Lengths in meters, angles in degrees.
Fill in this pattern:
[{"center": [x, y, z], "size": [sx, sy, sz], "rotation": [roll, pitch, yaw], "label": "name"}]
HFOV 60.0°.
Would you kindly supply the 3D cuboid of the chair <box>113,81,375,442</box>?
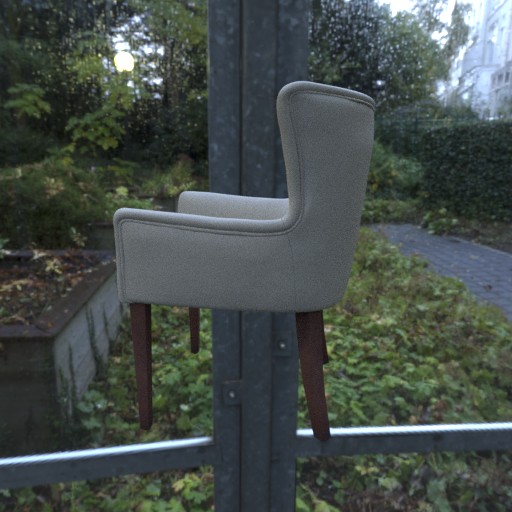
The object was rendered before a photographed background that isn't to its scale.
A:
[{"center": [0.000, 0.000, 1.413], "size": [0.686, 0.952, 0.660], "rotation": [2, 13, 8], "label": "chair"}]
